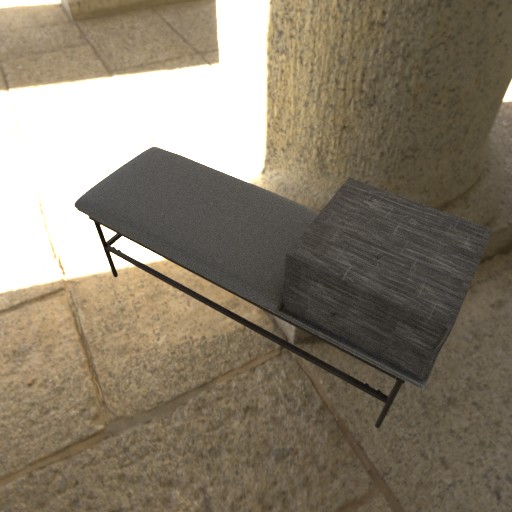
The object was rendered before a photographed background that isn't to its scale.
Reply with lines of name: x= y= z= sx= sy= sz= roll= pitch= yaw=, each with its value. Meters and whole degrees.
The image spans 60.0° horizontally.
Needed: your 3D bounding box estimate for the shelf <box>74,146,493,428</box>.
shelf: x=0.000 y=0.000 z=1.601 sx=1.342 sy=0.633 sz=0.457 roll=25 pitch=52 yaw=22
